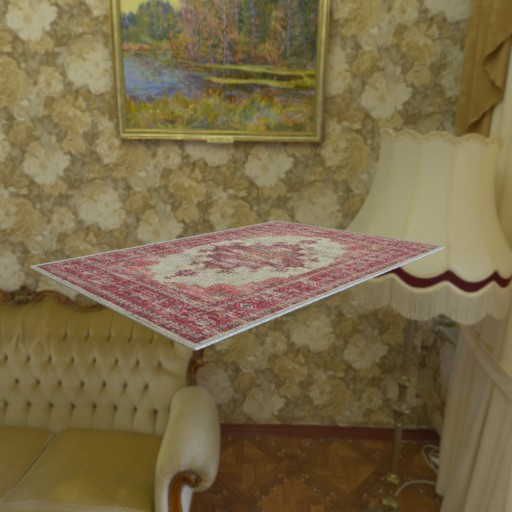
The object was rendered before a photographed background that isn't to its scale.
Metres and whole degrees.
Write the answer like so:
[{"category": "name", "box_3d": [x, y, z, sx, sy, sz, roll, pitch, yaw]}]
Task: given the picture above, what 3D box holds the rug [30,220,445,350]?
[{"category": "rug", "box_3d": [0.000, 0.000, 3.684, 2.005, 0.014, 2.878, 13, 20, 42]}]
